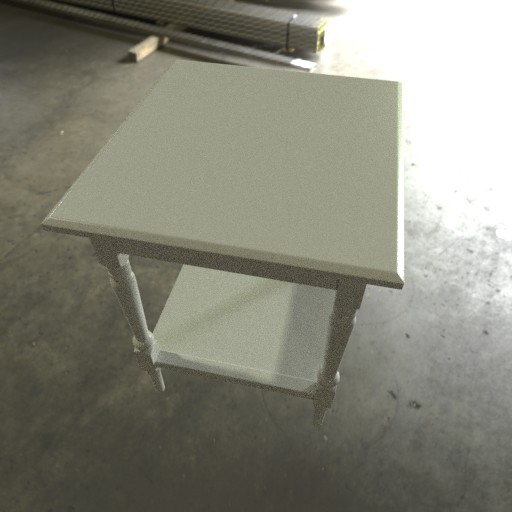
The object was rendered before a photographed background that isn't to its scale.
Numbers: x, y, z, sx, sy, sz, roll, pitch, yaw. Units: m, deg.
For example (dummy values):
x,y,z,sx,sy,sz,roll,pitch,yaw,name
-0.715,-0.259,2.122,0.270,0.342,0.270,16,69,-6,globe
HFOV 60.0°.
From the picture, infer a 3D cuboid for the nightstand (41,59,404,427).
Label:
x,y,z,sx,sy,sz,roll,pitch,yaw,name
0.000,0.000,0.906,0.459,0.555,0.505,9,48,9,nightstand
